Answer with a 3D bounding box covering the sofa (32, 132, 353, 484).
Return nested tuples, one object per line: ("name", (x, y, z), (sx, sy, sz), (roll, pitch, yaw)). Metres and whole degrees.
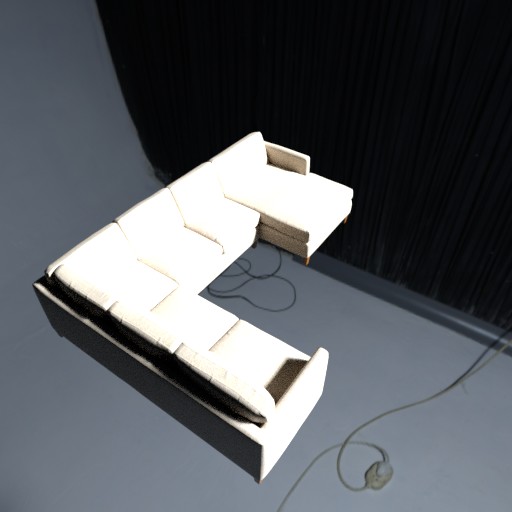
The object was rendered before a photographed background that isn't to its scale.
("sofa", (0.000, 0.000, 4.645), (2.594, 0.961, 3.460), (25, 48, 25))
